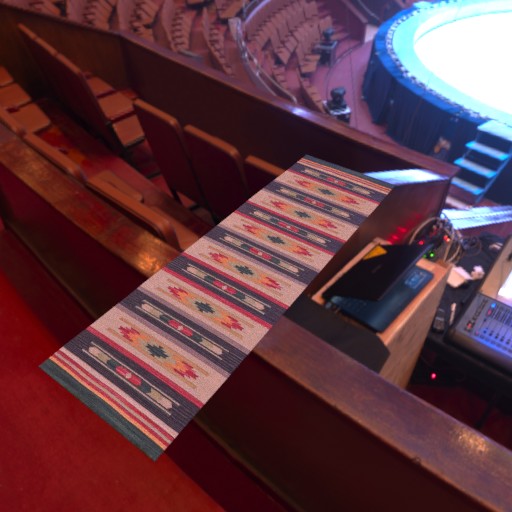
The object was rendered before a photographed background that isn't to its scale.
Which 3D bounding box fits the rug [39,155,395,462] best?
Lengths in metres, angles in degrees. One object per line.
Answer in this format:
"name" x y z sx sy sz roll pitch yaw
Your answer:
"rug" 0.000 0.000 2.646 0.760 0.009 2.440 25 48 26
